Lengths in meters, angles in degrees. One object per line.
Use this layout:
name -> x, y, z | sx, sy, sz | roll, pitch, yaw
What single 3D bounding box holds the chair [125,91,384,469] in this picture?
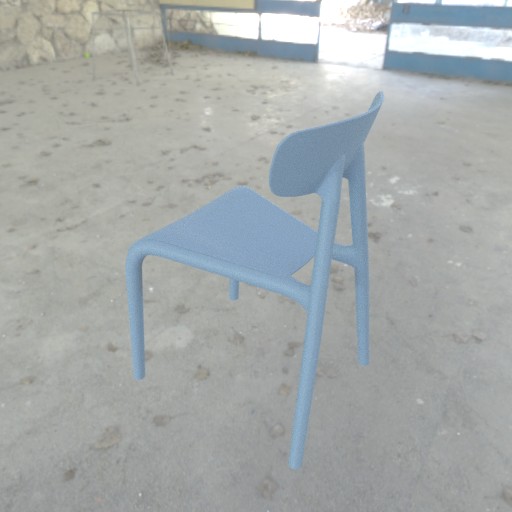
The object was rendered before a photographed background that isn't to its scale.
chair -> 0.000, 0.000, 0.820 | 0.401, 0.580, 0.356 | 21, 38, 29
